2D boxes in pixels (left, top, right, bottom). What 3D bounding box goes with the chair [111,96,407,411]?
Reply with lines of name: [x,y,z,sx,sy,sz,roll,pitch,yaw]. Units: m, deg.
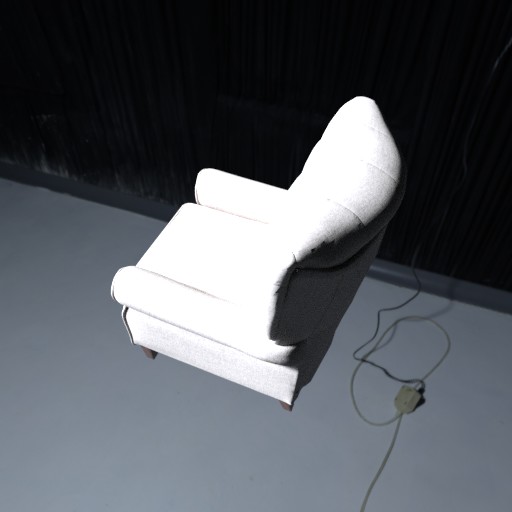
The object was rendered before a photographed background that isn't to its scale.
chair: [0.000,0.000,1.917,1.025,1.209,0.942,17,50,15]
